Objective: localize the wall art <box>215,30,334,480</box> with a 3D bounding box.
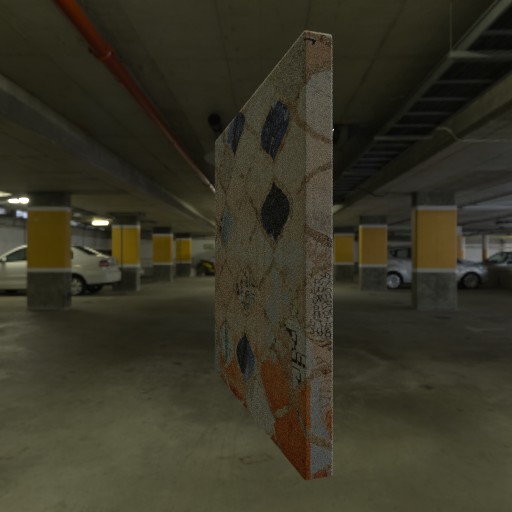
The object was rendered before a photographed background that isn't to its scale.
[{"bbox_3d":[0.000,0.000,0.744,0.038,0.508,0.507,0,0,-17],"label":"wall art"}]
